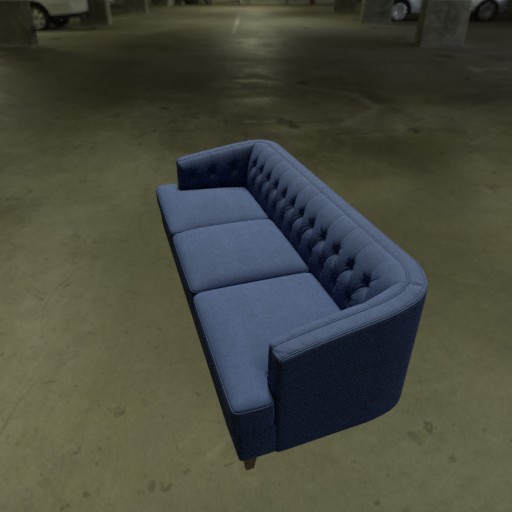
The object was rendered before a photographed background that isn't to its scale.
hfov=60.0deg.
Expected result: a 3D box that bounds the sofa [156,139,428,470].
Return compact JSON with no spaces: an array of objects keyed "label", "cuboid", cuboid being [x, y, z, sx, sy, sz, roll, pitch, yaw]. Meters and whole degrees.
[{"label":"sofa","cuboid":[0.000,0.000,2.674,0.914,0.787,2.235,-10,33,-15]}]
